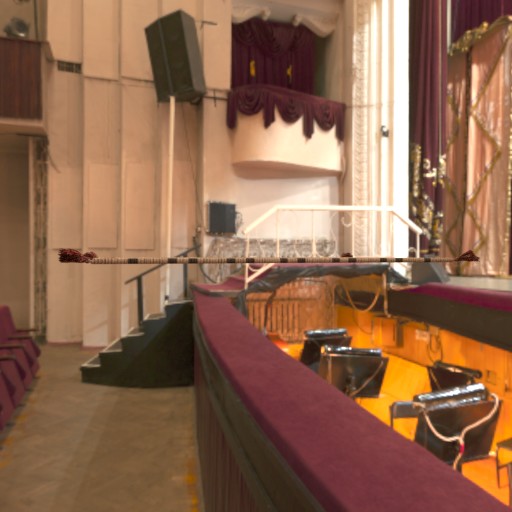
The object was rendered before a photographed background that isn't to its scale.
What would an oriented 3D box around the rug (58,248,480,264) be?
[{"bbox_3d":[0.000,0.000,2.662,2.069,0.067,1.444,0,0,-19],"label":"rug"}]
